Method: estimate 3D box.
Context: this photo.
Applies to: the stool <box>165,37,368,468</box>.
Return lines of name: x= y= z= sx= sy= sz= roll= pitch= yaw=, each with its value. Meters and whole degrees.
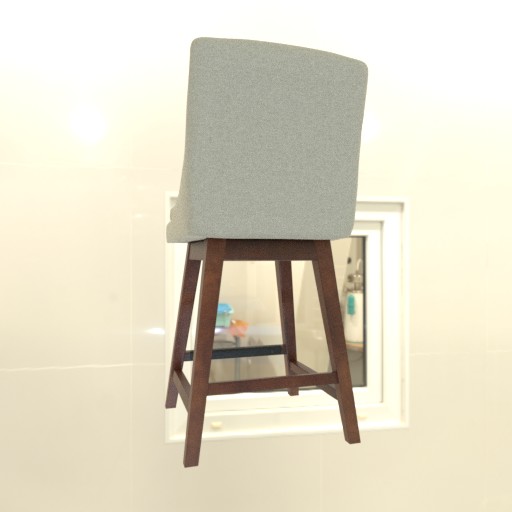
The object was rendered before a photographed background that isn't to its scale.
stool: x=0.000 y=0.000 z=1.287 sx=0.469 sy=0.991 sz=0.559 roll=0 pitch=0 yaw=-17
